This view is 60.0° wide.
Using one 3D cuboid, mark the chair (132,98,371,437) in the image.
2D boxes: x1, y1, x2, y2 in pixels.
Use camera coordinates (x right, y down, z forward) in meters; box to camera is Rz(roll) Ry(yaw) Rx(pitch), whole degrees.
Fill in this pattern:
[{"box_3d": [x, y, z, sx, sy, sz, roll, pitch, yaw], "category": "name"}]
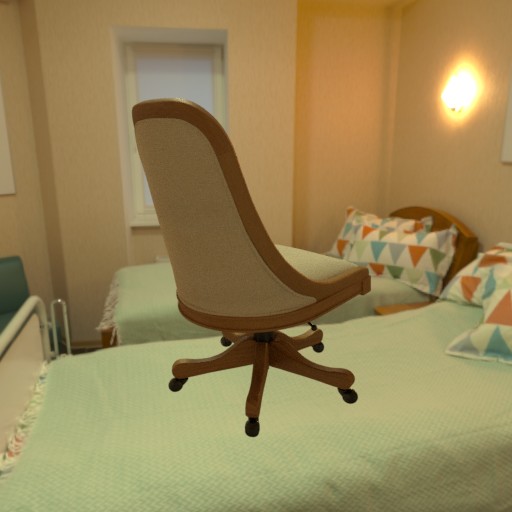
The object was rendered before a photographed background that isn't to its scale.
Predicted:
[{"box_3d": [0.000, 0.000, 1.578, 0.811, 1.009, 0.702, -13, 20, -42], "category": "chair"}]
